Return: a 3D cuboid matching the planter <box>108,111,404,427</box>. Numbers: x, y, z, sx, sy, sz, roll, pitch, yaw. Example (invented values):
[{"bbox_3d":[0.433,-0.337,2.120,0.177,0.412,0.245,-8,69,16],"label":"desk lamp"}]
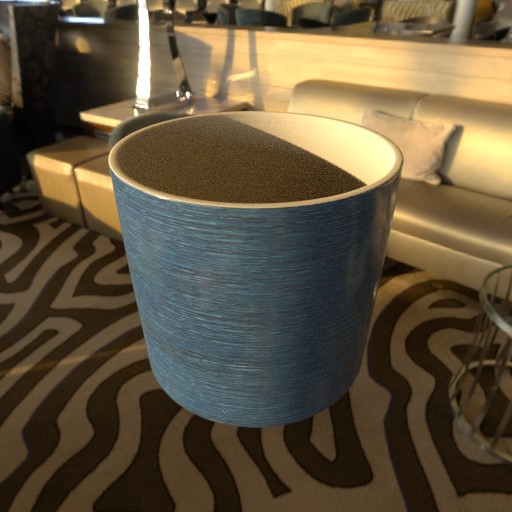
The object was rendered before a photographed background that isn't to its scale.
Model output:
[{"bbox_3d":[0.000,0.000,0.398,0.221,0.201,0.221,0,32,0],"label":"planter"}]
